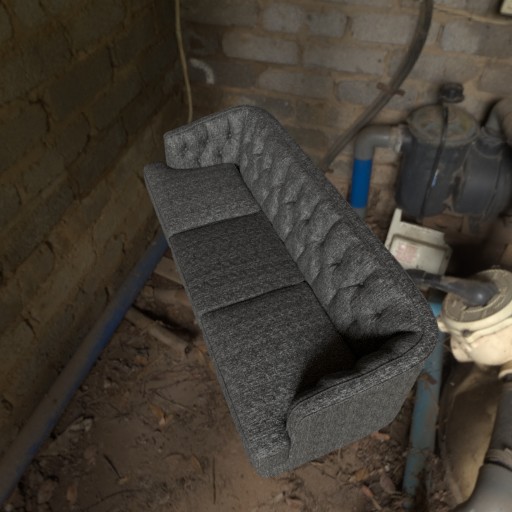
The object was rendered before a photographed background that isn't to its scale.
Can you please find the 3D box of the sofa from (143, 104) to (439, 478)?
[{"bbox_3d":[0.000,0.000,2.693,0.941,0.855,2.278,-16,49,-15],"label":"sofa"}]
